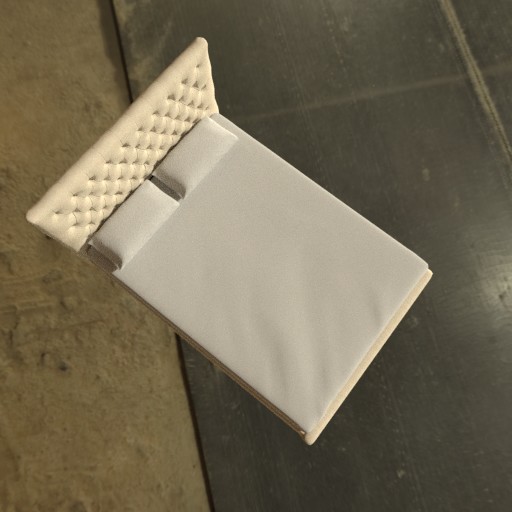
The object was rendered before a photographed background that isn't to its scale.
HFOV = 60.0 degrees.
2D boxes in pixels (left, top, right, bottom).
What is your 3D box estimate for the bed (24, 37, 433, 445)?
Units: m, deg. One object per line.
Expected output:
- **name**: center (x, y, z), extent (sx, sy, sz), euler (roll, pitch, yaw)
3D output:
- **bed**: center (0.000, 0.000, 3.378), extent (2.387, 1.427, 1.698), euler (38, 79, 9)
